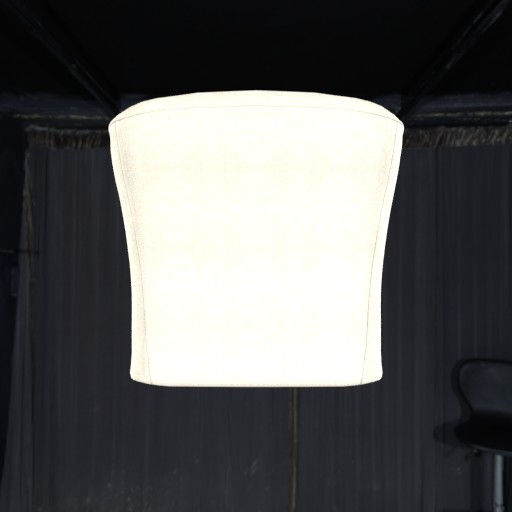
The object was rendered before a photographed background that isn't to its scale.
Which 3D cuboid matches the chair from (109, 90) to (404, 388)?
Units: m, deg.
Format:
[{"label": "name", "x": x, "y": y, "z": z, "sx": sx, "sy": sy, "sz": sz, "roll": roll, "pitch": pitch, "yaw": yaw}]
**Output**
[{"label": "chair", "x": 0.000, "y": 0.000, "z": 1.590, "sx": 0.864, "sy": 0.856, "sz": 0.923, "roll": 0, "pitch": -2, "yaw": 0}]
